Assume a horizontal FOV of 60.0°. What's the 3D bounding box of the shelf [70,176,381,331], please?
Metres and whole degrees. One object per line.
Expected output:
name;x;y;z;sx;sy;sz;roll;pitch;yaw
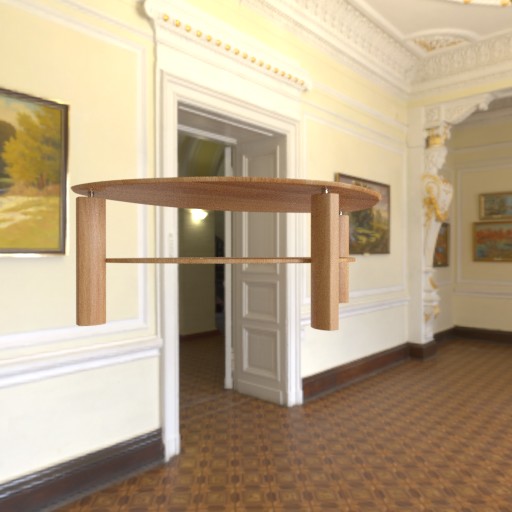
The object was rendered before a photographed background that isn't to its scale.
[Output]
shelf;0.000;0.000;1.650;1.246;0.440;0.845;0;0;-35
